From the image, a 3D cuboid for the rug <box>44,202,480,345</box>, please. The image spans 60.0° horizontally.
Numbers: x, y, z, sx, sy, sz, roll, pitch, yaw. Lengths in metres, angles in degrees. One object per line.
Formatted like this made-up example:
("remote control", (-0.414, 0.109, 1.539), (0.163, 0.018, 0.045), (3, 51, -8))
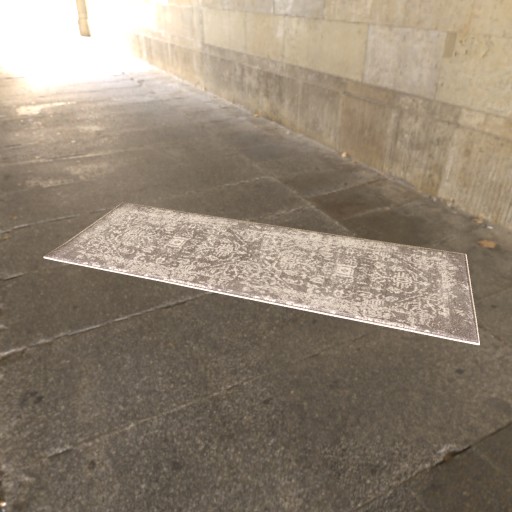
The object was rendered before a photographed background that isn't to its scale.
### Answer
("rug", (0.000, 0.000, 2.712), (2.452, 0.017, 0.855), (10, 33, 16))
